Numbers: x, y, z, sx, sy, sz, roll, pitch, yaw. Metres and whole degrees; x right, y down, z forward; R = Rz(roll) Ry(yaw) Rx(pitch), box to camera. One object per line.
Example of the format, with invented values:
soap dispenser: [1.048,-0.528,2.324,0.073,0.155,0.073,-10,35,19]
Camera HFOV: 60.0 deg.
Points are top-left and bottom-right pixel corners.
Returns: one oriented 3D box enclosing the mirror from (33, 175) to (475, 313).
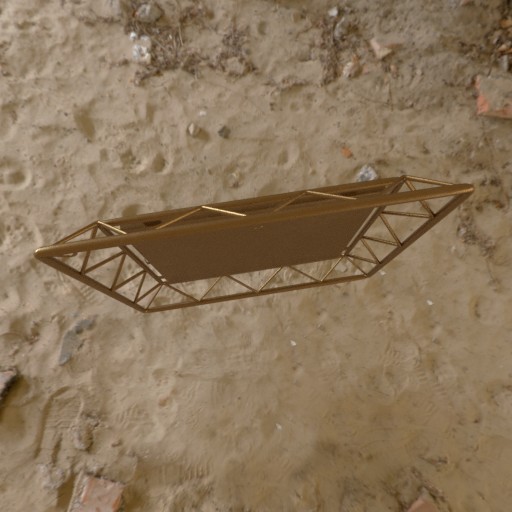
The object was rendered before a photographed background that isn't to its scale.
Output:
mirror: [0.000,0.000,0.607,0.416,0.414,0.046,-9,76,-2]
